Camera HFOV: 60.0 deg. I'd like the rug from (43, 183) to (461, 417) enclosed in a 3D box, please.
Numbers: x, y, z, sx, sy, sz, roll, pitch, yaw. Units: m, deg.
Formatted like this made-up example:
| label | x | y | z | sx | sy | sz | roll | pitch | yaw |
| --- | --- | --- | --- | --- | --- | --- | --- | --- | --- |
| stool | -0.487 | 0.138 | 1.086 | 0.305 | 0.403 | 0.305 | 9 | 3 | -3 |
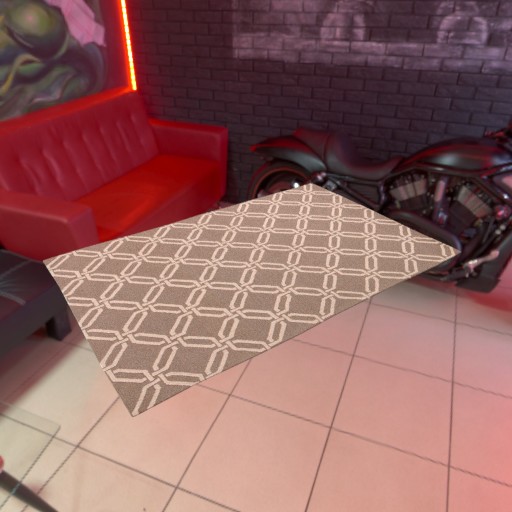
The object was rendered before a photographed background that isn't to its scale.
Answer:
| label | x | y | z | sx | sy | sz | roll | pitch | yaw |
| --- | --- | --- | --- | --- | --- | --- | --- | --- | --- |
| rug | 0.000 | 0.000 | 2.189 | 1.748 | 0.010 | 1.142 | -20 | 36 | -30 |
